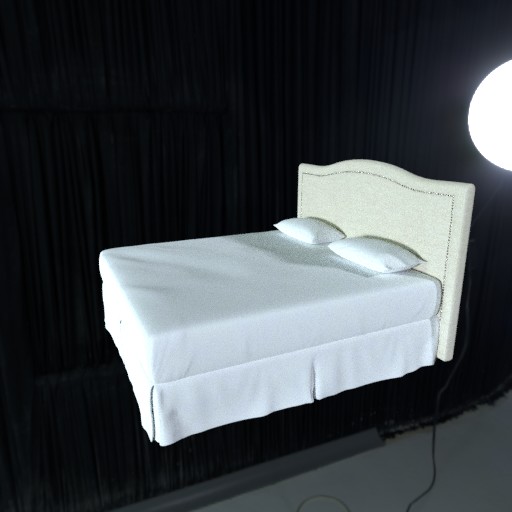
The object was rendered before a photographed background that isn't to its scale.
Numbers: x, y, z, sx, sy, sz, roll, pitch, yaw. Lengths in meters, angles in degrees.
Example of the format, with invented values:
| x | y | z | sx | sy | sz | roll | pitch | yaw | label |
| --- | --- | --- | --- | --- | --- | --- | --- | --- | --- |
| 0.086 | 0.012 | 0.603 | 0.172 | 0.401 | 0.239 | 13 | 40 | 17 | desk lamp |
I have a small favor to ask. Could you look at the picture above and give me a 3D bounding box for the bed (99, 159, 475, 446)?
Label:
| x | y | z | sx | sy | sz | roll | pitch | yaw | label |
| --- | --- | --- | --- | --- | --- | --- | --- | --- | --- |
| 0.000 | 0.000 | 3.476 | 2.182 | 1.421 | 2.083 | -8 | 17 | -25 | bed |
